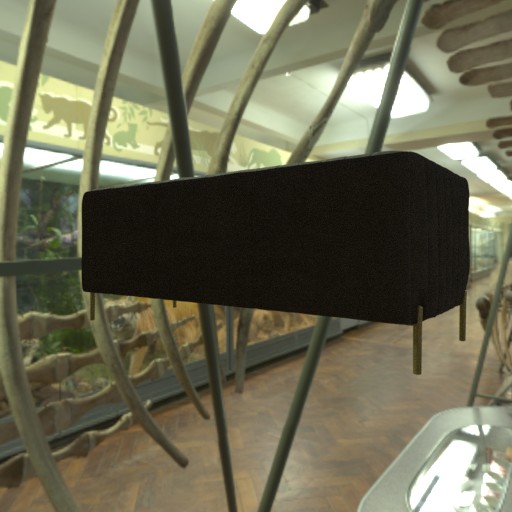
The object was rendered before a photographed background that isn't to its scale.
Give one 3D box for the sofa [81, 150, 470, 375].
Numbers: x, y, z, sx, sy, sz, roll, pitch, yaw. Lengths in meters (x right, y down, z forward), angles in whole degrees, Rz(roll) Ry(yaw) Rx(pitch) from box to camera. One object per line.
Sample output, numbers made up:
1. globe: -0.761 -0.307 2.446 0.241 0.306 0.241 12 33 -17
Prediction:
1. sofa: 0.000 0.000 2.372 1.980 0.780 0.876 1 1 36
